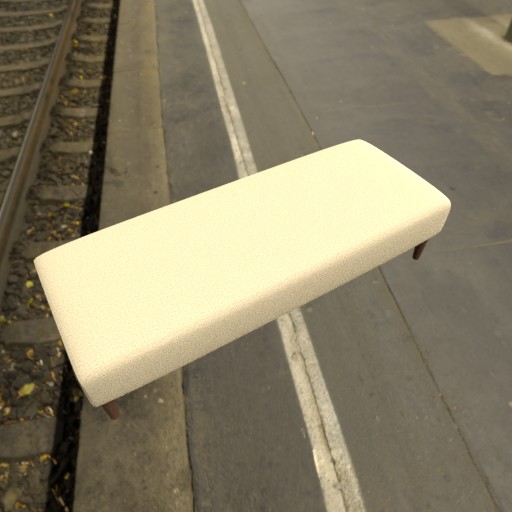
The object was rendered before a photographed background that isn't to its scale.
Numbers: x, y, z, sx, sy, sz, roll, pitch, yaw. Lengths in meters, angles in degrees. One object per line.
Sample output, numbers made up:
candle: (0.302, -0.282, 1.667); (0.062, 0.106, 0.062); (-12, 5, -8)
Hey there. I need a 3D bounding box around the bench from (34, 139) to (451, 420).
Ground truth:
bench: (0.000, 0.000, 1.889); (1.609, 0.393, 0.646); (-24, 50, -21)
